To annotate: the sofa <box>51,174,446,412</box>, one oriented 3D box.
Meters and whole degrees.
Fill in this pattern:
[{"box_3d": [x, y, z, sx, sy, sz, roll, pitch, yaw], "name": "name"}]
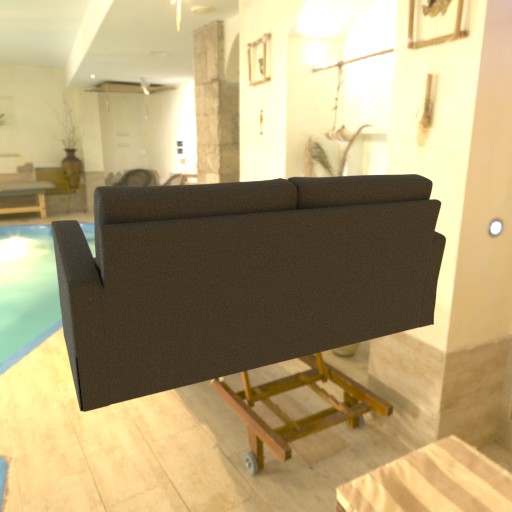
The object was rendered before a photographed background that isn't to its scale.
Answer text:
[{"box_3d": [0.000, 0.000, 2.278, 1.852, 0.839, 0.898, -7, 16, -26], "name": "sofa"}]
